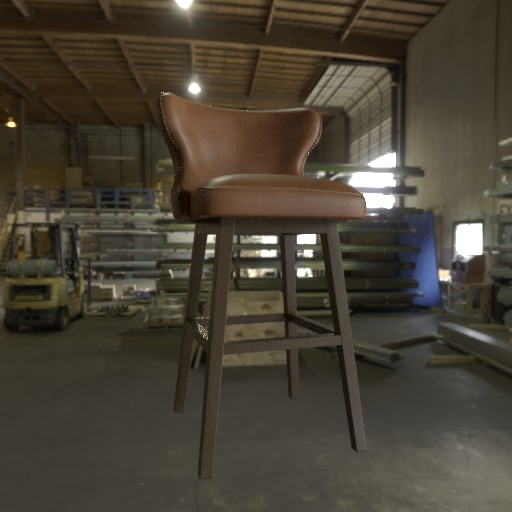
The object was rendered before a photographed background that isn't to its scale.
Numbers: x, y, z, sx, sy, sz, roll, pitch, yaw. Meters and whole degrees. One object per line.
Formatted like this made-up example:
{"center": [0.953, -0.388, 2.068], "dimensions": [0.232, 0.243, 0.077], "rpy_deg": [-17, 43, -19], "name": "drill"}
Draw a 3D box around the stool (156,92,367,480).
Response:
{"center": [0.000, 0.000, 1.412], "dimensions": [0.591, 1.087, 0.606], "rpy_deg": [-1, 2, -19], "name": "stool"}
